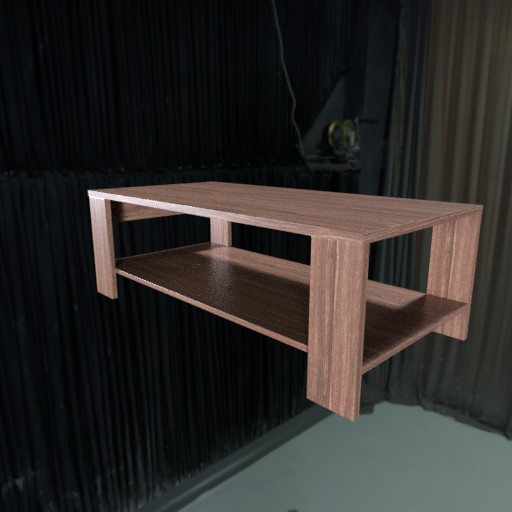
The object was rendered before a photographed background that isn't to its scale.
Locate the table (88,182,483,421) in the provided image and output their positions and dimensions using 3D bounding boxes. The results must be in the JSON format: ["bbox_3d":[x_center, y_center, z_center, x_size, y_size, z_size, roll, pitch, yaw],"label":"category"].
[{"bbox_3d":[0.000,0.000,1.498,0.600,0.400,1.200,-13,19,-42],"label":"table"}]
